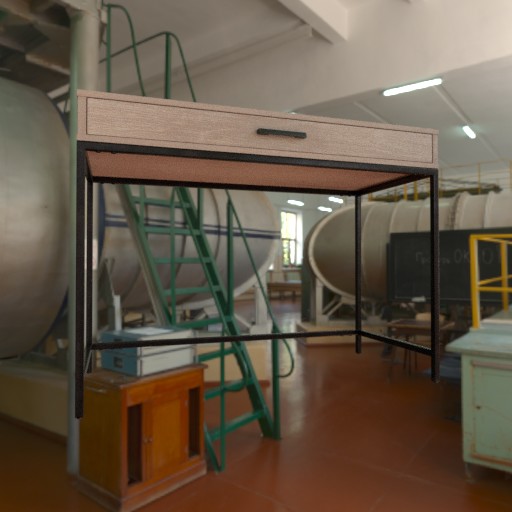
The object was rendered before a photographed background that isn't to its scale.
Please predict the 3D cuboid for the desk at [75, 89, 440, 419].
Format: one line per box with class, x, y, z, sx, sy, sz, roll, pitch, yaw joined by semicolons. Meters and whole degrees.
desk;0.000;0.000;1.388;1.016;0.762;0.470;0;-1;-18
